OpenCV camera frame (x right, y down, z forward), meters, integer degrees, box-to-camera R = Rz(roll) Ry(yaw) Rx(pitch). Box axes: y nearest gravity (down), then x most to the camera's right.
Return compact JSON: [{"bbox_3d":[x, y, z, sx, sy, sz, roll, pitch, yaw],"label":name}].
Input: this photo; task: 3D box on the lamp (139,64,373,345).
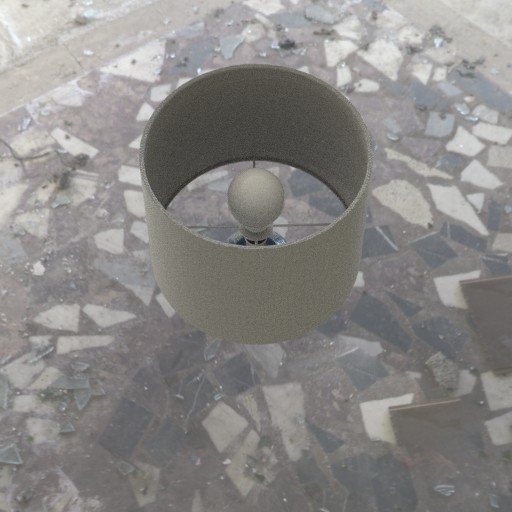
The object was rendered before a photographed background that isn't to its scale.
[{"bbox_3d":[0.000,0.000,0.571,0.253,0.428,0.253,0,64,0],"label":"lamp"}]
